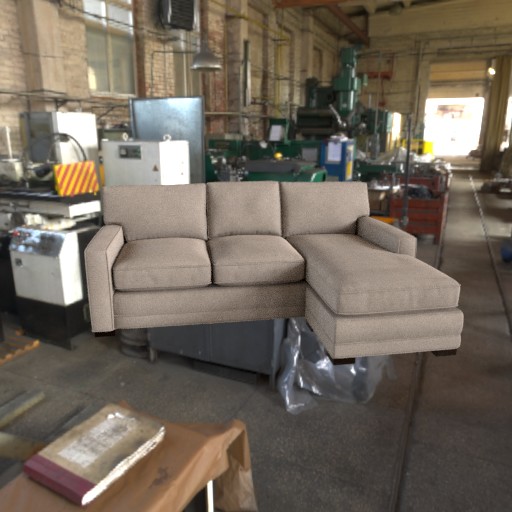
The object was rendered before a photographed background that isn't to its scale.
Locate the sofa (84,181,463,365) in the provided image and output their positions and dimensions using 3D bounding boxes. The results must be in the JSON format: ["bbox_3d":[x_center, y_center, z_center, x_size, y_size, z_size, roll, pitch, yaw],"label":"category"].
[{"bbox_3d":[0.000,0.000,2.922,2.087,0.861,1.496,-3,16,-9],"label":"sofa"}]
